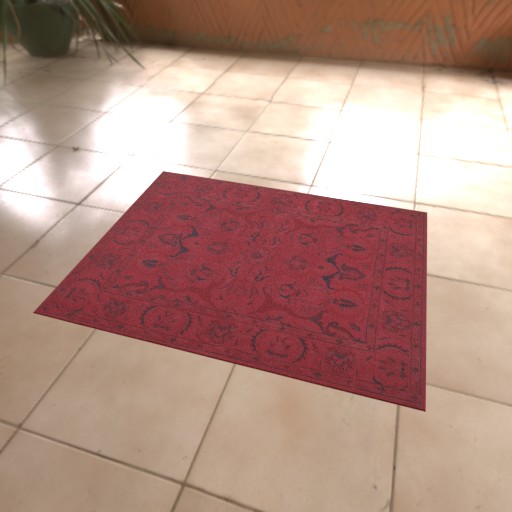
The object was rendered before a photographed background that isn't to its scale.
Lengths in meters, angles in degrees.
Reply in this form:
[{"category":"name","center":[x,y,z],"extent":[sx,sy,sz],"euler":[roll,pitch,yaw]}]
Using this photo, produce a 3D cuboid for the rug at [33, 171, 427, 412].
[{"category":"rug","center":[0.000,0.000,3.960],"extent":[2.929,0.012,2.300],"euler":[11,41,13]}]
